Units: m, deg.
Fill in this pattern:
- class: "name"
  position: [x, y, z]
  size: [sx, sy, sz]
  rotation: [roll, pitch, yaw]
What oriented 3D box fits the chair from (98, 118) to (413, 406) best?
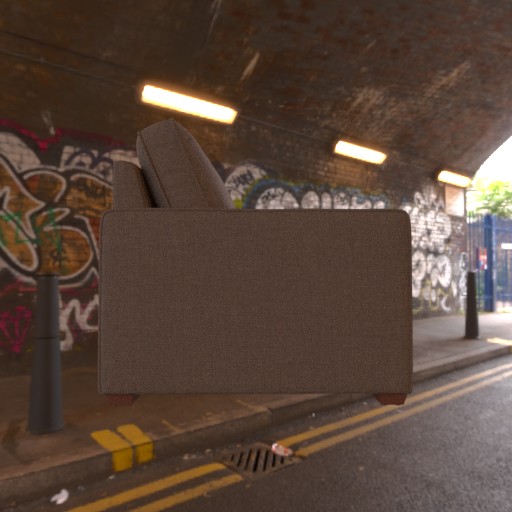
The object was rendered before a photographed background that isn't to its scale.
- class: "chair"
  position: [0.000, 0.000, 1.792]
  size: [0.940, 0.919, 1.017]
  rotation: [0, -1, 0]
